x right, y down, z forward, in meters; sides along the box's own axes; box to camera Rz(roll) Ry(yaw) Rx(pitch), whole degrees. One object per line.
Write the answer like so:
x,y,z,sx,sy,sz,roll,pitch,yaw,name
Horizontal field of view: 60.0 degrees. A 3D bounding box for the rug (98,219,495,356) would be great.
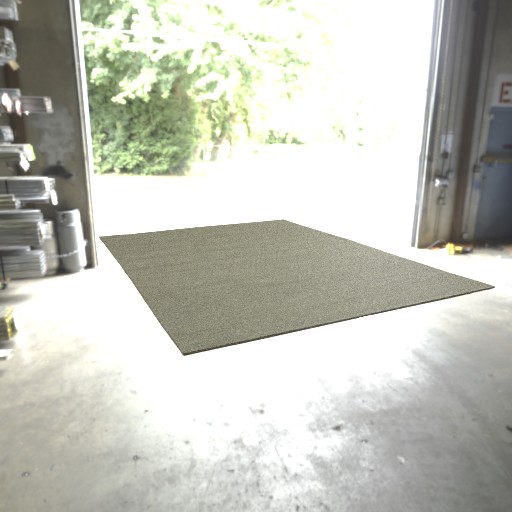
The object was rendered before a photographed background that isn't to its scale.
0.000,0.000,4.731,2.757,0.051,3.626,-7,17,-25,rug
